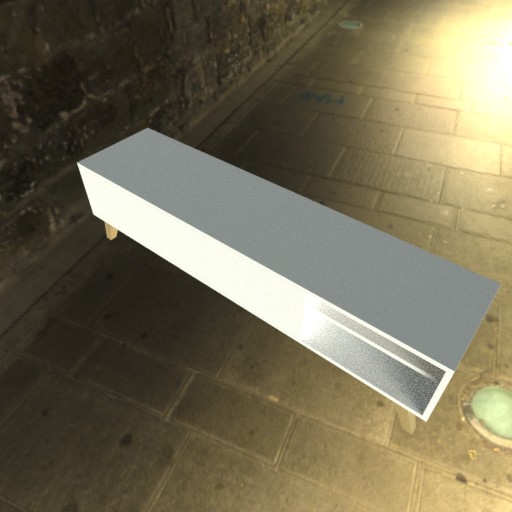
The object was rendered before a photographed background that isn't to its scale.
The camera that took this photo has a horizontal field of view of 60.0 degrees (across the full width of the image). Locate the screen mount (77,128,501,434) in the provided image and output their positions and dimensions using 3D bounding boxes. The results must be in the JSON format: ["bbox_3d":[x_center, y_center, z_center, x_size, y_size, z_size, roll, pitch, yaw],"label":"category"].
[{"bbox_3d":[0.000,0.000,1.793,1.644,0.432,0.399,29,50,27],"label":"screen mount"}]
